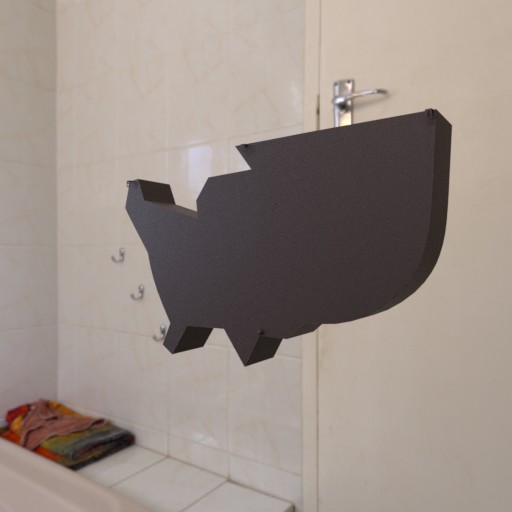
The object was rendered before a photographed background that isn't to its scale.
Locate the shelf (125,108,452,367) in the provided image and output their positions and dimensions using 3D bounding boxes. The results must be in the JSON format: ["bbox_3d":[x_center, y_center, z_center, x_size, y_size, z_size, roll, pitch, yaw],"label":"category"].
[{"bbox_3d":[0.000,0.000,0.910,0.729,0.439,0.112,0,0,36],"label":"shelf"}]
